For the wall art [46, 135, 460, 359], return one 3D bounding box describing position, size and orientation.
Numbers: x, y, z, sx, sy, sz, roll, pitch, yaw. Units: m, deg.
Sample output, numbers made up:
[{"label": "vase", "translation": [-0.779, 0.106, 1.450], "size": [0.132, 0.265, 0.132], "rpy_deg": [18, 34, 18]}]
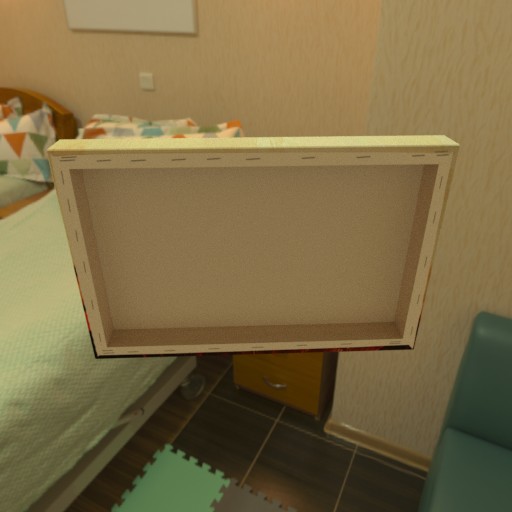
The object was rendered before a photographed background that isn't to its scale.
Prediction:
[{"label": "wall art", "translation": [0.000, 0.000, 0.486], "size": [0.383, 0.251, 0.037], "rpy_deg": [-1, 29, -2]}]
